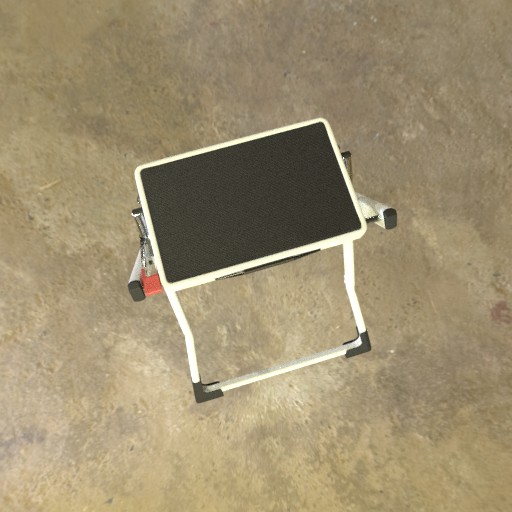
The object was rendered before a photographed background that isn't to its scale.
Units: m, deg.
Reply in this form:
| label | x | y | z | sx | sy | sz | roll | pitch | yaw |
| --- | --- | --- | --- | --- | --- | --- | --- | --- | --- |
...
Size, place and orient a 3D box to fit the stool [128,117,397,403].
| label | x | y | z | sx | sy | sz | roll | pitch | yaw |
| --- | --- | --- | --- | --- | --- | --- | --- | --- | --- |
| stool | 0.000 | 0.000 | 0.873 | 0.485 | 0.445 | 0.490 | -16 | 76 | -4 |
